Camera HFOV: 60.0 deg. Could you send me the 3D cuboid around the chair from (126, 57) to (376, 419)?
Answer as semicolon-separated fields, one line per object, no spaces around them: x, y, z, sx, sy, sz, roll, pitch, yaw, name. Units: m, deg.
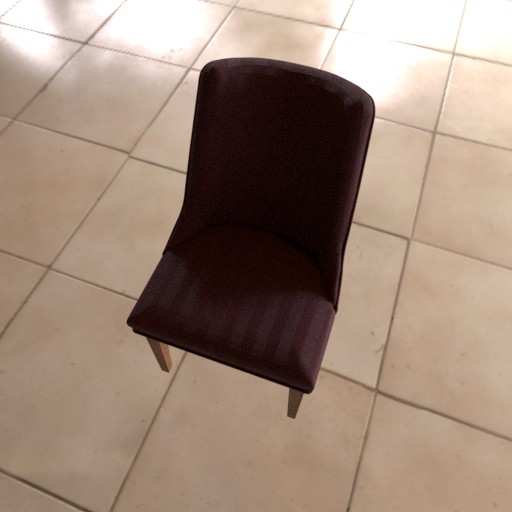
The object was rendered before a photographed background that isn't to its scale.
0.000;0.000;1.323;0.548;0.916;0.638;17;60;10;chair
